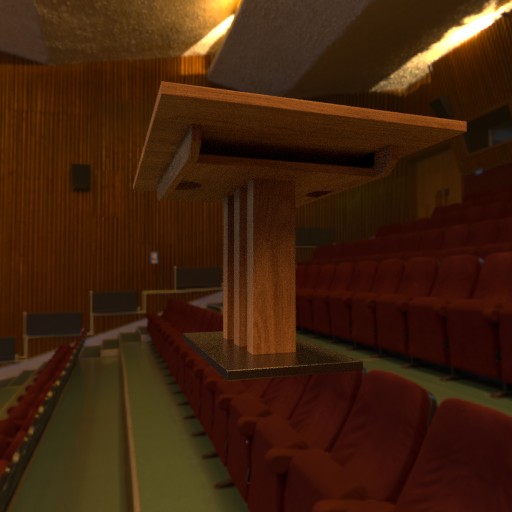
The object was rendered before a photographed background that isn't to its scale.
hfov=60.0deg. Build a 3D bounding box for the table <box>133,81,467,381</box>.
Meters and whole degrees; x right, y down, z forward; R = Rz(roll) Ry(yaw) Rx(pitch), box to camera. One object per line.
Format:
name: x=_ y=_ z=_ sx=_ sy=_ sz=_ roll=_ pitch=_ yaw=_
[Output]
table: x=0.000 y=0.000 z=1.789 sx=0.900 sy=0.770 sz=1.300 roll=1 pitch=-2 yaw=-18
